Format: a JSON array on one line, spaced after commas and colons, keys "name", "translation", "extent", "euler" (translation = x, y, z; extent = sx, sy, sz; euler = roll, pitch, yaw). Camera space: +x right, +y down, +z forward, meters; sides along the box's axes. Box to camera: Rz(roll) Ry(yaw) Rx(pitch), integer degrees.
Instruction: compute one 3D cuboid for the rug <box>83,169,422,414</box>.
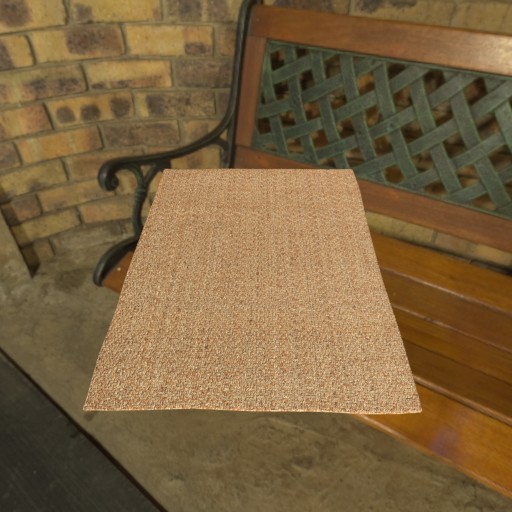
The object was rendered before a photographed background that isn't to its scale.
[{"name": "rug", "translation": [0.000, 0.000, 2.791], "extent": [1.566, 0.013, 2.141], "euler": [0, 41, 0]}]
